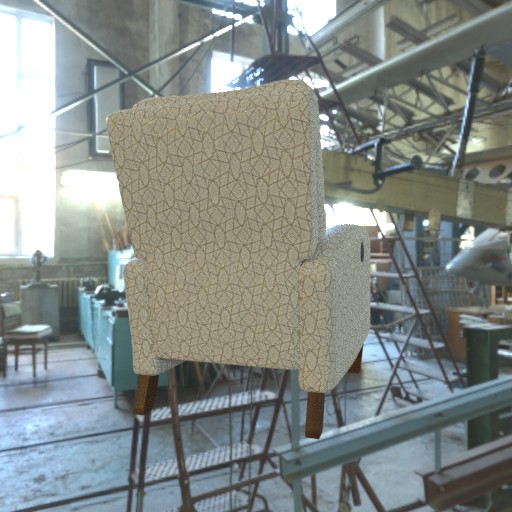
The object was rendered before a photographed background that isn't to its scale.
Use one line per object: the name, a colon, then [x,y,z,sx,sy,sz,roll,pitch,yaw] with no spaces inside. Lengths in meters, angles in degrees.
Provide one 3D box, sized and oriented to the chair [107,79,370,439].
chair: [0.000,0.000,1.726,0.796,1.064,0.995,0,0,19]
